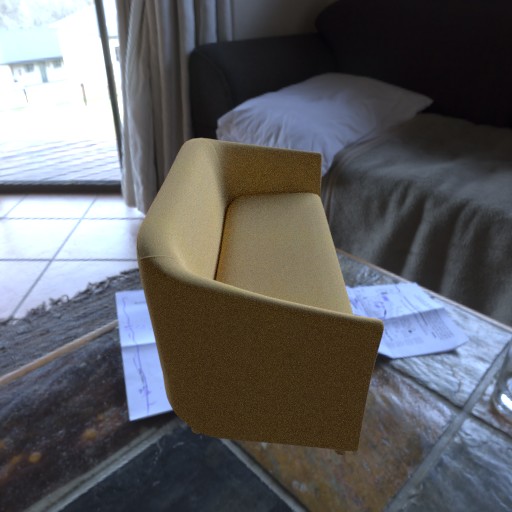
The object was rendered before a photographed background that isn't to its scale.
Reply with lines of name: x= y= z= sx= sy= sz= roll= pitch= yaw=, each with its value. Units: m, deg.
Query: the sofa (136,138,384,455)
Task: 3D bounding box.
sofa: x=0.000 y=0.000 z=1.880 sx=0.705 sy=0.721 sz=1.452 roll=0 pitch=31 yaw=1
